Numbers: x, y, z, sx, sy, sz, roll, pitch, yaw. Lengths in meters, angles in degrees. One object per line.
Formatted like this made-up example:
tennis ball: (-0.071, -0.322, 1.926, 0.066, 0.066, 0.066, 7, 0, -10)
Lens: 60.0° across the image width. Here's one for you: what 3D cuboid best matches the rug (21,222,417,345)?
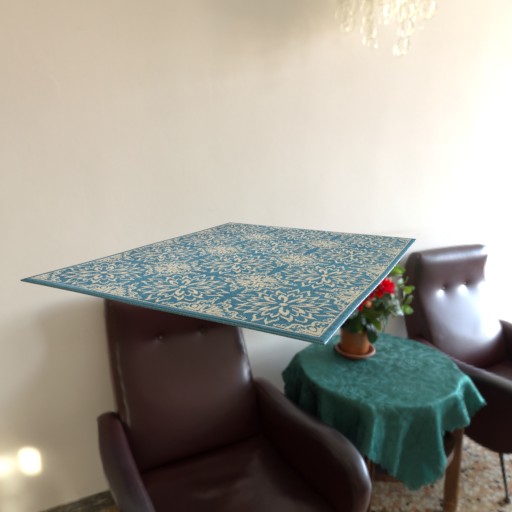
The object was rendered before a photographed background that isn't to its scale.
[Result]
rug: (0.000, 0.000, 3.992, 2.350, 0.018, 2.964, 7, 15, 27)
